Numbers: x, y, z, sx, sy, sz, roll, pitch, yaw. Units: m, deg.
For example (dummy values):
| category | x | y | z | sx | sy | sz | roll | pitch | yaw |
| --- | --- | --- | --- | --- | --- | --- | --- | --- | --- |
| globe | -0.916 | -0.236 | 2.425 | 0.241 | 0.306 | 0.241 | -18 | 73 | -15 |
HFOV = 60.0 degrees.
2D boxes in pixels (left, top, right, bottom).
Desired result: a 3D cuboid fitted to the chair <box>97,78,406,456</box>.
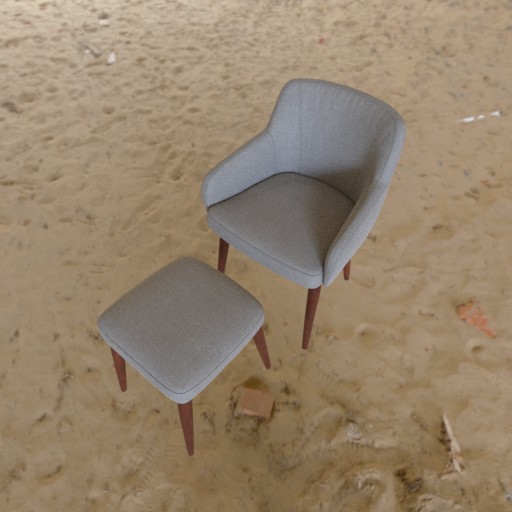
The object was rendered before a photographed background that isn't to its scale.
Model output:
| category | x | y | z | sx | sy | sz | roll | pitch | yaw |
| --- | --- | --- | --- | --- | --- | --- | --- | --- | --- |
| chair | 0.000 | 0.000 | 1.537 | 0.584 | 0.799 | 1.107 | 32 | 55 | 26 |
